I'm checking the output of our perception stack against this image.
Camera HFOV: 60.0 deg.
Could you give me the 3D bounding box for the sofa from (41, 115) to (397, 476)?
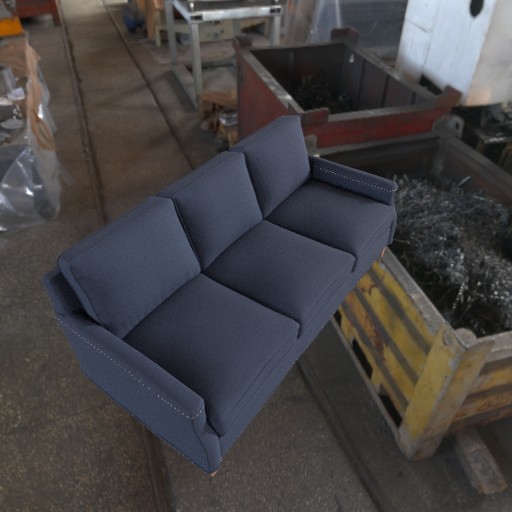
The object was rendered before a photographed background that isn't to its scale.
[{"bbox_3d":[0.000,0.000,2.823,1.084,1.003,2.246,25,47,26],"label":"sofa"}]
